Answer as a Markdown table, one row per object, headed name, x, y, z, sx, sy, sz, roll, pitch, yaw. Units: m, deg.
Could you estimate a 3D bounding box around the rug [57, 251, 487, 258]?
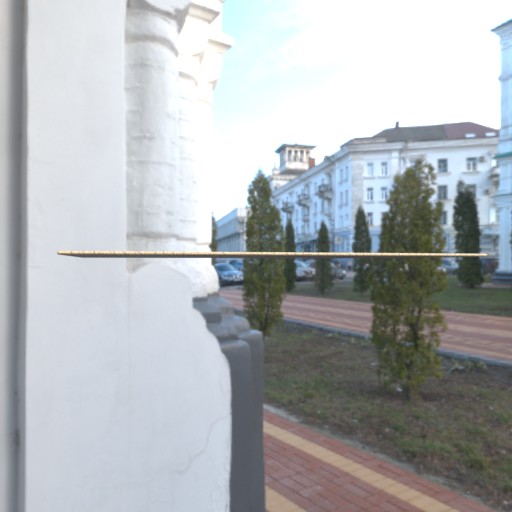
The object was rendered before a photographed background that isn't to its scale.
| name | x | y | z | sx | sy | sz | roll | pitch | yaw |
| --- | --- | --- | --- | --- | --- | --- | --- | --- | --- |
| rug | 0.000 | 0.000 | 2.788 | 2.132 | 0.015 | 1.526 | 0 | -1 | -18 |
